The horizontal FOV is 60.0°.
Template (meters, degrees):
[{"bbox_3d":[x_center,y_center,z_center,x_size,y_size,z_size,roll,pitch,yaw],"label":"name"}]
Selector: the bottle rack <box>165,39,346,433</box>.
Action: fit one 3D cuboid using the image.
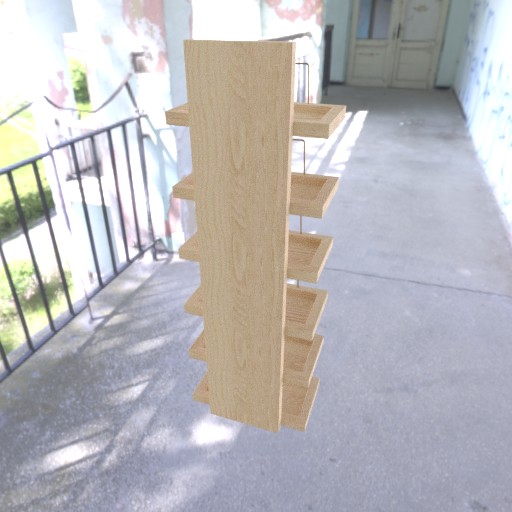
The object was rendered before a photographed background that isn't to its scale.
[{"bbox_3d":[0.000,0.000,1.065,0.330,0.943,0.206,10,31,17],"label":"bottle rack"}]
